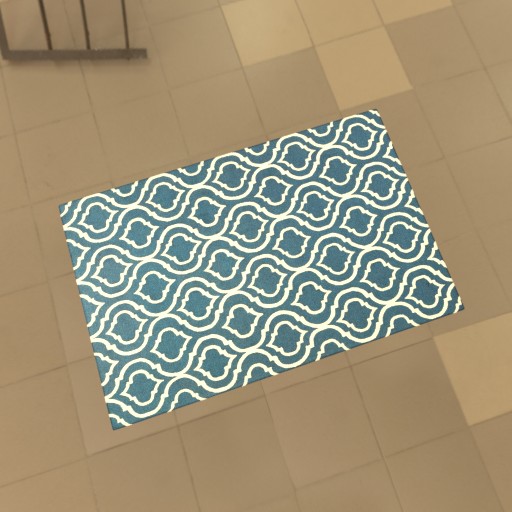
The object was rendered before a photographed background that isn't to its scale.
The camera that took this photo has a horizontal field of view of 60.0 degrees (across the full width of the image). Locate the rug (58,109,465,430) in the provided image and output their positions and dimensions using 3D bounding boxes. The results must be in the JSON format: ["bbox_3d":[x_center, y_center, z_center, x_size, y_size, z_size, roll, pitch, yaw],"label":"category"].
[{"bbox_3d":[0.000,0.000,2.206,1.753,0.010,1.143,-18,77,-4],"label":"rug"}]
